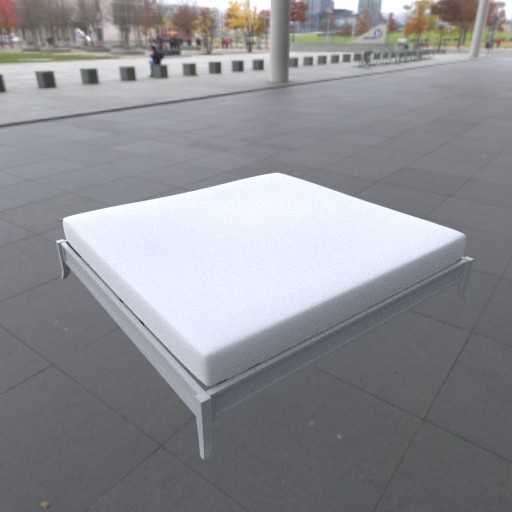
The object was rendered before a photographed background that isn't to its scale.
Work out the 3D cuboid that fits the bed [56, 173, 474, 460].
[{"bbox_3d":[0.000,0.000,3.049,2.108,0.510,2.007,-19,32,-33],"label":"bed"}]
